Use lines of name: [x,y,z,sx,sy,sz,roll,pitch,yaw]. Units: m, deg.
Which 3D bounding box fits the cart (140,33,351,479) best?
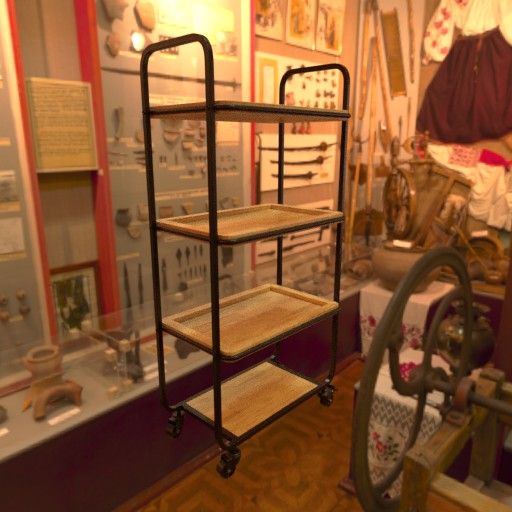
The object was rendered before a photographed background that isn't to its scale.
cart: [0.000,0.000,1.290,0.321,1.080,0.545,14,20,42]
